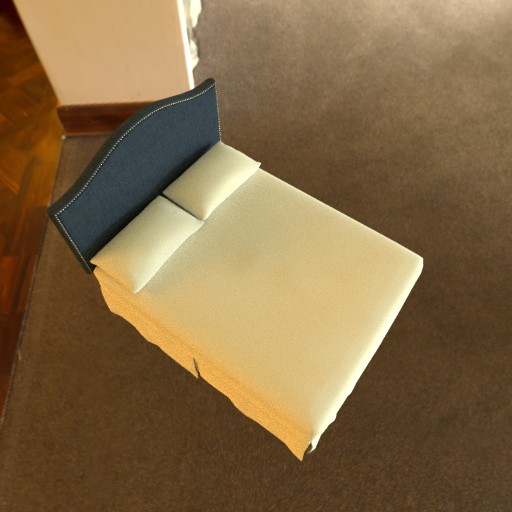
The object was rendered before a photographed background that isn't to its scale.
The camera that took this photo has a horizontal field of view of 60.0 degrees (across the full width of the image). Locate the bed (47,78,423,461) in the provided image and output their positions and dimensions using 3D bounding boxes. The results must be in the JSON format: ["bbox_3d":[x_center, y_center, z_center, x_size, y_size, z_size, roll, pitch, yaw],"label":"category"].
[{"bbox_3d":[0.000,0.000,3.278,2.153,1.518,1.713,32,63,18],"label":"bed"}]
